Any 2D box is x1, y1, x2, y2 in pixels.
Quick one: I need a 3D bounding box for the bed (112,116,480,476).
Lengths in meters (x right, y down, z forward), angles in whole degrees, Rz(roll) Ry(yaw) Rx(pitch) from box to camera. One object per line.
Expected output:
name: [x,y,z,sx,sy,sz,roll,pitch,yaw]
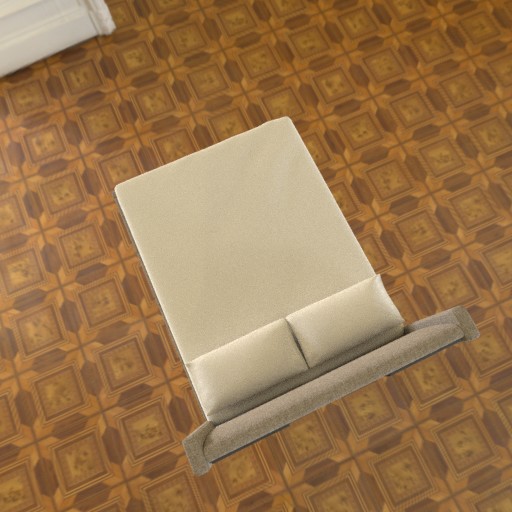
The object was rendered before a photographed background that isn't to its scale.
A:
bed: [0.000,0.000,3.321,1.714,1.481,2.245,-24,76,-7]
